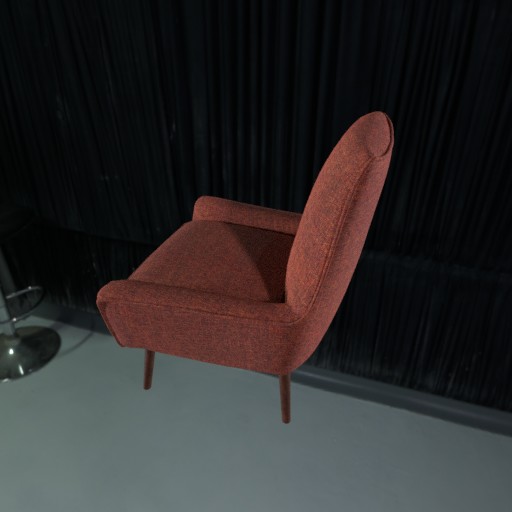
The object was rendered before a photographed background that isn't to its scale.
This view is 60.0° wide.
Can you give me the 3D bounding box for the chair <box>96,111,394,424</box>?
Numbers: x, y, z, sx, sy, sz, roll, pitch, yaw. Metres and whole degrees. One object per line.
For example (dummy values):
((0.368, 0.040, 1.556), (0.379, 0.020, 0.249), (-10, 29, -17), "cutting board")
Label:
((0.000, 0.000, 1.515), (0.784, 0.911, 0.803), (8, 31, 14), "chair")
